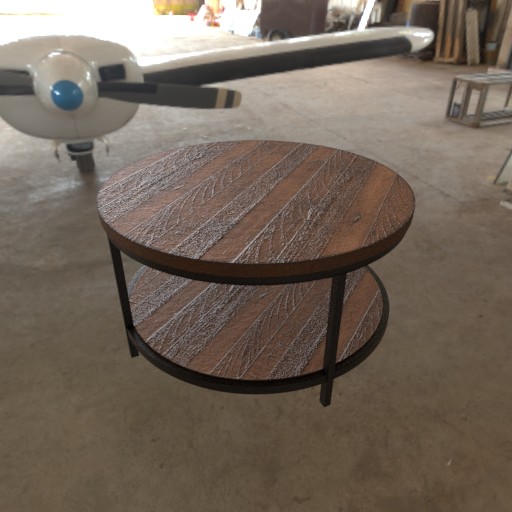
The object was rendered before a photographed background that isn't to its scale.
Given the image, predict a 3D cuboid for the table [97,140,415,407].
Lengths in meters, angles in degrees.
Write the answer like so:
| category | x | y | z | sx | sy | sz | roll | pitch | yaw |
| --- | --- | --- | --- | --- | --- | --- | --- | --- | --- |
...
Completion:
| category | x | y | z | sx | sy | sz | roll | pitch | yaw |
| --- | --- | --- | --- | --- | --- | --- | --- | --- | --- |
| table | 0.000 | 0.000 | 1.335 | 0.837 | 0.462 | 0.837 | 0 | 31 | 0 |
